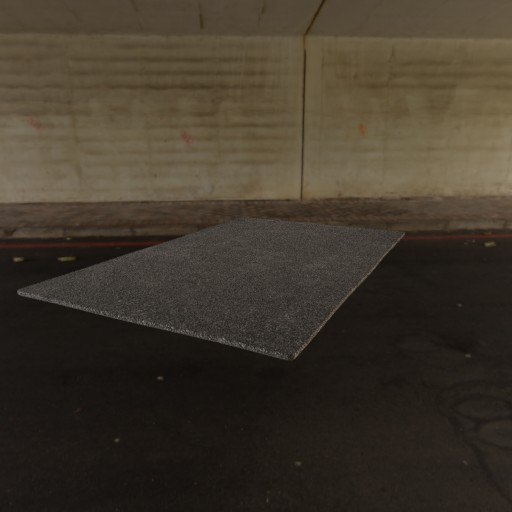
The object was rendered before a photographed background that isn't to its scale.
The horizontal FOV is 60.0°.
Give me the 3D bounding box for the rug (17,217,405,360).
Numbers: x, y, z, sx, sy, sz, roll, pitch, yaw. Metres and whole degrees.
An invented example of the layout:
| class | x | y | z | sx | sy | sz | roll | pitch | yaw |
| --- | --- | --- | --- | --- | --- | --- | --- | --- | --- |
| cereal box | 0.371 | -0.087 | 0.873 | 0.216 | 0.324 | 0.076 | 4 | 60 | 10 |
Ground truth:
| class | x | y | z | sx | sy | sz | roll | pitch | yaw |
| --- | --- | --- | --- | --- | --- | --- | --- | --- | --- |
| rug | 0.000 | 0.000 | 2.897 | 1.502 | 0.025 | 2.350 | 8 | 17 | 26 |
